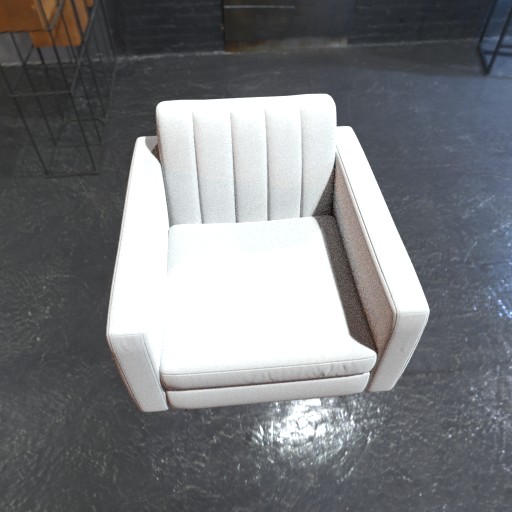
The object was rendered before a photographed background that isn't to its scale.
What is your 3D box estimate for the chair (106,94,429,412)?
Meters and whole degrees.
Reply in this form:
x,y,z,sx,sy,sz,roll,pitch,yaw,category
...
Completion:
x,y,z,sx,sy,sz,roll,pitch,yaw,category
0.000,0.000,1.710,0.953,0.819,0.998,-4,48,-3,chair
